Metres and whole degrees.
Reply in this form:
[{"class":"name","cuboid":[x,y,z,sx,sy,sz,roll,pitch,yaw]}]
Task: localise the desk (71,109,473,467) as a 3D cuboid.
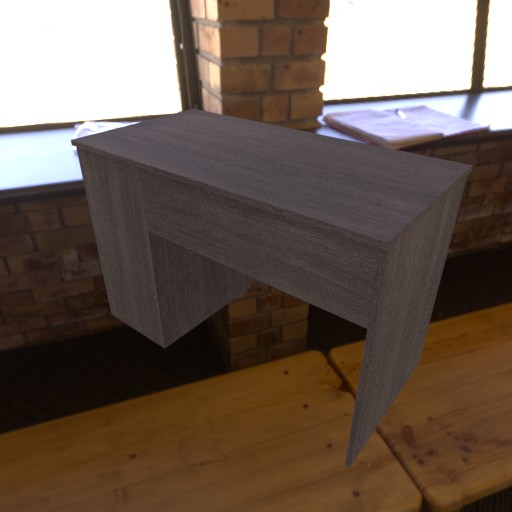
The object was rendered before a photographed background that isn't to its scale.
[{"class":"desk","cuboid":[0.000,0.000,1.527,1.097,0.735,0.560,22,38,32]}]
